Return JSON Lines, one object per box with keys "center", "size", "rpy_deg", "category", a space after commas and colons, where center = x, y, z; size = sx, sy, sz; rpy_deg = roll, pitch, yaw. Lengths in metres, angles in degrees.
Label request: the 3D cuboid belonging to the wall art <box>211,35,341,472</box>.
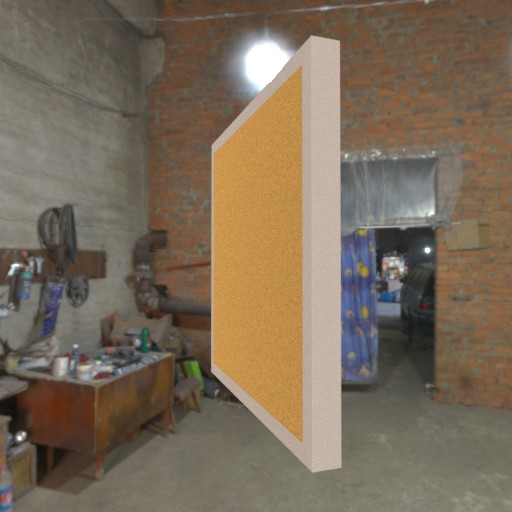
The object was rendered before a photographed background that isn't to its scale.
{"center": [0.000, 0.000, 1.933], "size": [0.098, 1.291, 1.289], "rpy_deg": [0, -1, -19], "category": "wall art"}
